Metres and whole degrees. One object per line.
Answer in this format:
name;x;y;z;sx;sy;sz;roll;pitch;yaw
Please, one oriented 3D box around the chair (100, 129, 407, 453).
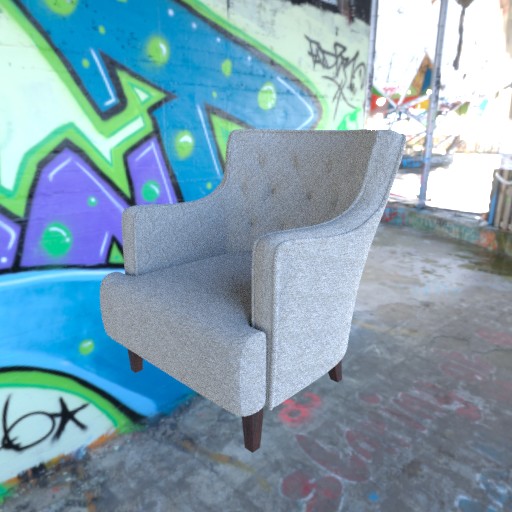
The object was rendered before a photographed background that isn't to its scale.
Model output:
chair;0.000;0.000;1.689;0.820;0.920;0.910;15;22;42
